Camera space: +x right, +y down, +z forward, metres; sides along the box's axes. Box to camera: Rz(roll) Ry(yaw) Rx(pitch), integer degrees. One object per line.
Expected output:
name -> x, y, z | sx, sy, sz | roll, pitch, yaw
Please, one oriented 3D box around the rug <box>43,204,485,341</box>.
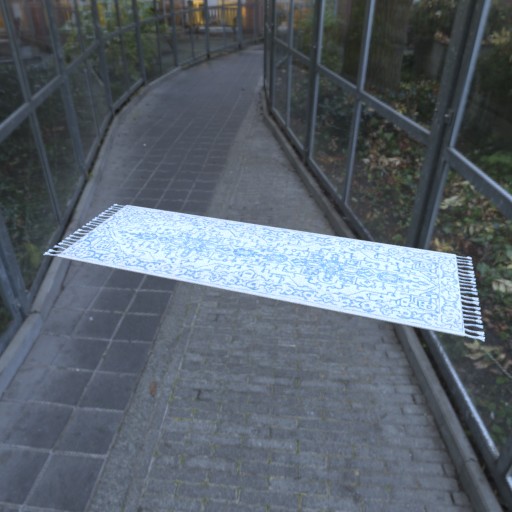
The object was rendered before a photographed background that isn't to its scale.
rug -> 0.000, 0.000, 2.647 | 2.449, 0.011, 0.774 | 10, 33, 15
